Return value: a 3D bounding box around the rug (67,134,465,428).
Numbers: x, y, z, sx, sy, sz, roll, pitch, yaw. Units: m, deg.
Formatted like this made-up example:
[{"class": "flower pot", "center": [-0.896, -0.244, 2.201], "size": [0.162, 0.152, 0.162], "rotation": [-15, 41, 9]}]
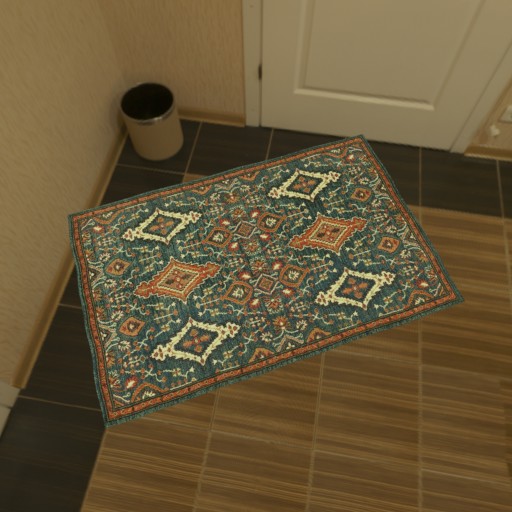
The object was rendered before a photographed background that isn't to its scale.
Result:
[{"class": "rug", "center": [0.000, 0.000, 4.311], "size": [3.371, 0.008, 2.190], "rotation": [-17, 63, -9]}]
